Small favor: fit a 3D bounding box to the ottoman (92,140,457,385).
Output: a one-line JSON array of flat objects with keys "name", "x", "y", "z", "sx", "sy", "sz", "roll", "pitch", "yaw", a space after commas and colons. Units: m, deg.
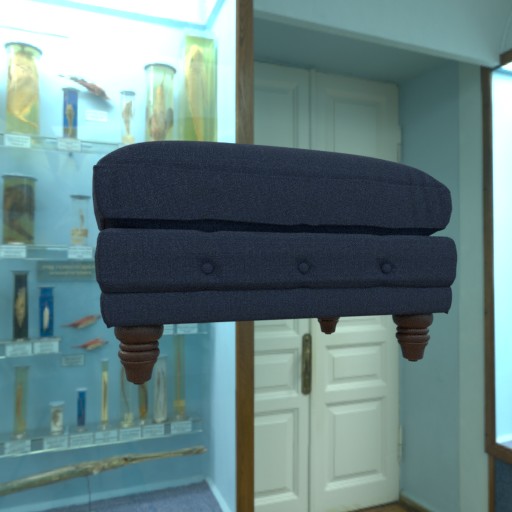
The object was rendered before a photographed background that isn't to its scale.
[{"name": "ottoman", "x": 0.000, "y": 0.000, "z": 1.120, "sx": 0.767, "sy": 0.486, "sz": 0.558, "roll": 0, "pitch": -1, "yaw": -19}]
